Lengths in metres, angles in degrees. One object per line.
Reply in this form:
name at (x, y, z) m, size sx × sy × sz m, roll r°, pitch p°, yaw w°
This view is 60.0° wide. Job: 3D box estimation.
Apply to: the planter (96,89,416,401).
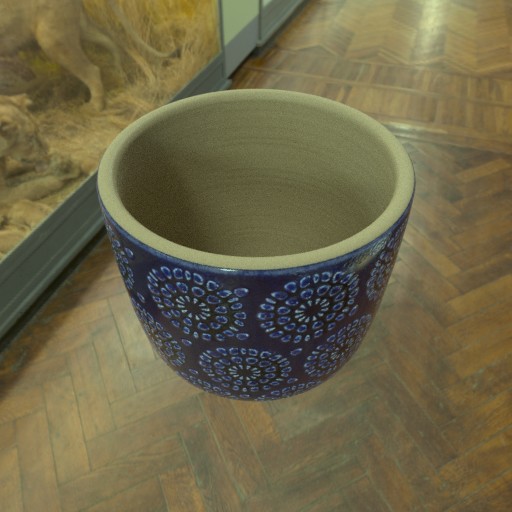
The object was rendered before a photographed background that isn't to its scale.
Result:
planter at (0.000, 0.000, 0.285) m, size 0.165 × 0.149 × 0.165 m, roll 0°, pitch 45°, yaw 0°
